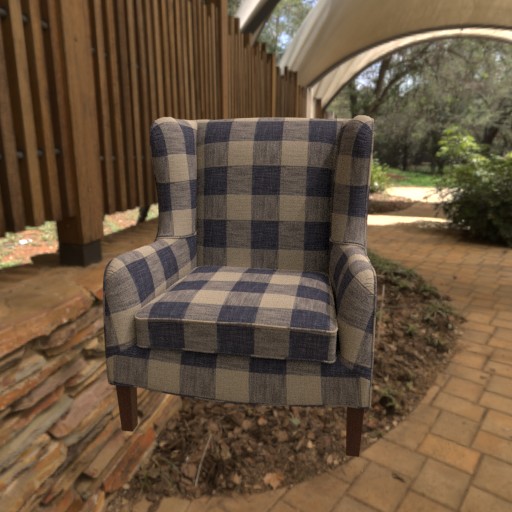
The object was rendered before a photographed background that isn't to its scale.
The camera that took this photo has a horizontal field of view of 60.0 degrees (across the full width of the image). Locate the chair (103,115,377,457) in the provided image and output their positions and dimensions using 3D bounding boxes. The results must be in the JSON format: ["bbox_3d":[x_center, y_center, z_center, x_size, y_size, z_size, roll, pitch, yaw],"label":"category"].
[{"bbox_3d":[0.000,0.000,1.679,0.830,1.041,0.889,2,15,9],"label":"chair"}]
